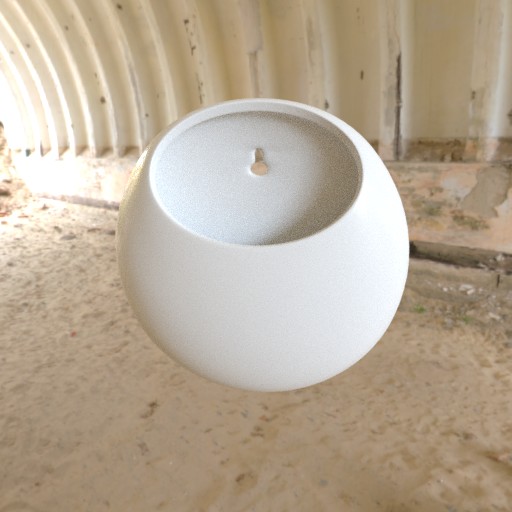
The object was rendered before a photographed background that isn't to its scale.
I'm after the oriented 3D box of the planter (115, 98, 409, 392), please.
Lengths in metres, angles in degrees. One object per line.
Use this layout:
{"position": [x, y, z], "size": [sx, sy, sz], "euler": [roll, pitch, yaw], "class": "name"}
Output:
{"position": [0.000, 0.000, 0.278], "size": [0.185, 0.188, 0.043], "euler": [2, 14, 8], "class": "planter"}
